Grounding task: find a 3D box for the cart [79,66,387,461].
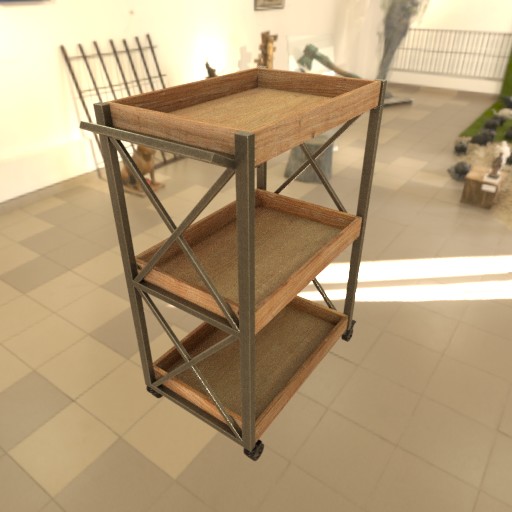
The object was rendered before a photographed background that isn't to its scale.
[{"bbox_3d":[0.000,0.000,1.171,0.377,0.835,0.673,20,37,29],"label":"cart"}]
